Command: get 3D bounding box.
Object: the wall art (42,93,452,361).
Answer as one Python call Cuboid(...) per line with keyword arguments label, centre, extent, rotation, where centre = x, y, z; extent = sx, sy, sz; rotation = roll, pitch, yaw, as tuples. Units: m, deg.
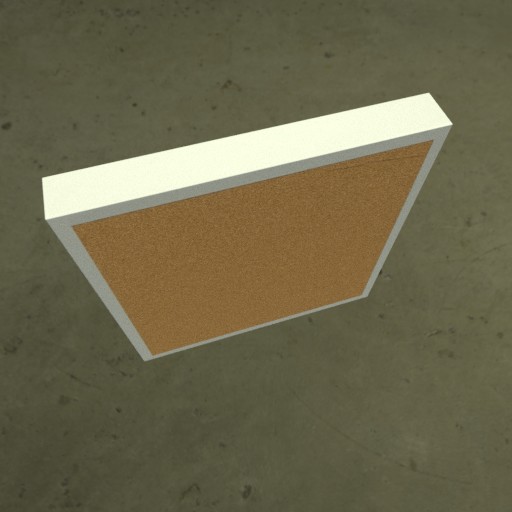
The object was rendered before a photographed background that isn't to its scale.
Cuboid(label="wall art", centre=(0.000, 0.000, 0.457), extent=(0.305, 0.305, 0.038), rotation=(-15, 60, -9))
